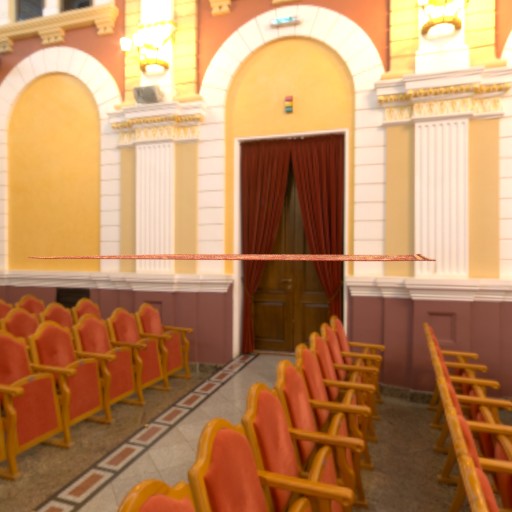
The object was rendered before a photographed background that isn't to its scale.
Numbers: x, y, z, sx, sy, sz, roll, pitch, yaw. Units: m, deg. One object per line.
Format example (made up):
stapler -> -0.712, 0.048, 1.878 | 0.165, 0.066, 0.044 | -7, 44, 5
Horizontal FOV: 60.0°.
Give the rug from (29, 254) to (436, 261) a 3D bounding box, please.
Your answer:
rug -> 0.000, 0.000, 4.277 | 3.086, 0.030, 2.489 | 0, 1, 19
